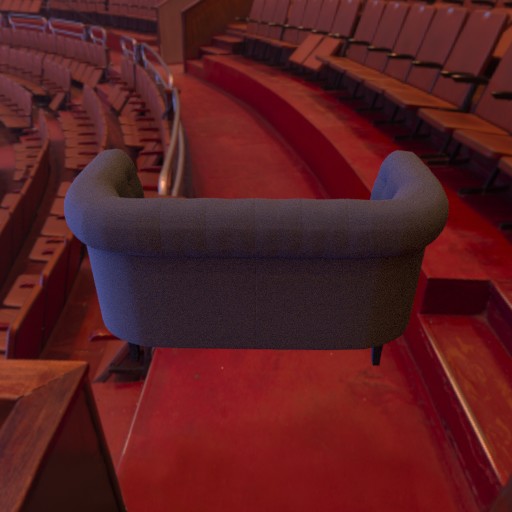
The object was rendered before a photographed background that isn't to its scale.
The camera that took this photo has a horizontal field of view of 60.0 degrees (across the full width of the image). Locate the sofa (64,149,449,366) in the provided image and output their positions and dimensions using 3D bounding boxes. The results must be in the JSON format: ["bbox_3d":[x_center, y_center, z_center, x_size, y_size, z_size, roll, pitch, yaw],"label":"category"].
[{"bbox_3d":[0.000,0.000,2.032,1.558,0.827,0.835,1,30,1],"label":"sofa"}]
